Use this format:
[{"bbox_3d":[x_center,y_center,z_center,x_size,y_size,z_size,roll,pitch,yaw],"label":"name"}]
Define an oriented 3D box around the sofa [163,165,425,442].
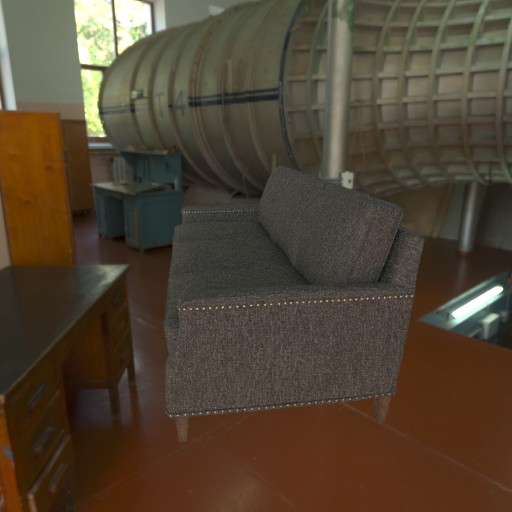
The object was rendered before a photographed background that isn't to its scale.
[{"bbox_3d":[0.000,0.000,2.833,1.084,1.003,2.246,-2,16,-8],"label":"sofa"}]
